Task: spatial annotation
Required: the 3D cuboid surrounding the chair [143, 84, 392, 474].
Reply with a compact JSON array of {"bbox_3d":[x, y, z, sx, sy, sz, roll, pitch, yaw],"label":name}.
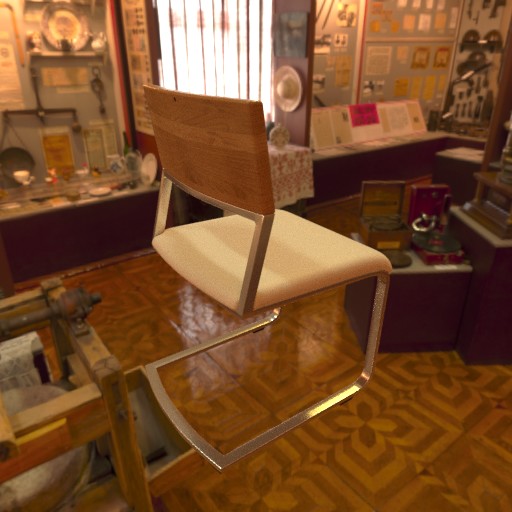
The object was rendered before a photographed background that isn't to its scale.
[{"bbox_3d":[0.000,0.000,1.183,0.585,0.844,0.467,-17,30,-31],"label":"chair"}]
